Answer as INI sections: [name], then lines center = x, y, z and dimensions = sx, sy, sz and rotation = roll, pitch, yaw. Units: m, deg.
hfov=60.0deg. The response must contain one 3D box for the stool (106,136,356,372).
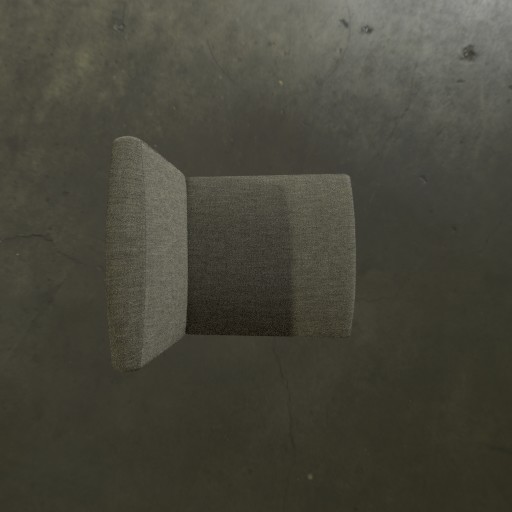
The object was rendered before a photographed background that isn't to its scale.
[stool]
center = 0.000, 0.000, 1.272
dimensions = 0.552, 0.966, 0.451
rotation = 0, 90, -1
